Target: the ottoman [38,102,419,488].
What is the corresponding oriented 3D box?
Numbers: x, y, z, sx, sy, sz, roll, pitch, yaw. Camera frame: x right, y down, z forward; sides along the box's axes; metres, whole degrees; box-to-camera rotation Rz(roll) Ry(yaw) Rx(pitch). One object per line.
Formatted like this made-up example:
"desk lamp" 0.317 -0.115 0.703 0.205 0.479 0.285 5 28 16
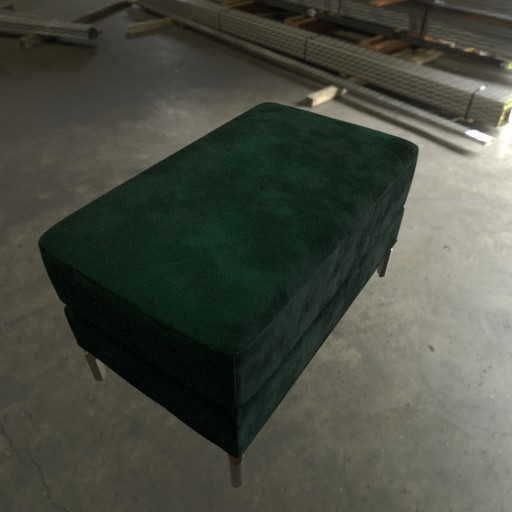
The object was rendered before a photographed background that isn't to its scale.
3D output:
"ottoman" 0.000 0.000 1.213 0.536 0.533 0.886 25 47 25
